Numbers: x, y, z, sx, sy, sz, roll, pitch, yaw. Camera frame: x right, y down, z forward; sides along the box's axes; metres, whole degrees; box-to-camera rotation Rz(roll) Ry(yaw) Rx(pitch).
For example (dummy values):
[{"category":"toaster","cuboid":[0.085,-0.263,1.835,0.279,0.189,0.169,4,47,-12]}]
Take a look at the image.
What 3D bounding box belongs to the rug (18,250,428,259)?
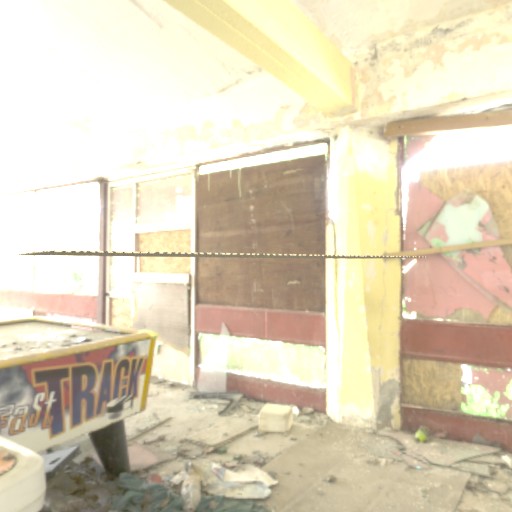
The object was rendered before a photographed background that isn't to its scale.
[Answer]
[{"category":"rug","cuboid":[0.000,0.000,2.475,2.277,0.008,0.676,1,-1,-36]}]
